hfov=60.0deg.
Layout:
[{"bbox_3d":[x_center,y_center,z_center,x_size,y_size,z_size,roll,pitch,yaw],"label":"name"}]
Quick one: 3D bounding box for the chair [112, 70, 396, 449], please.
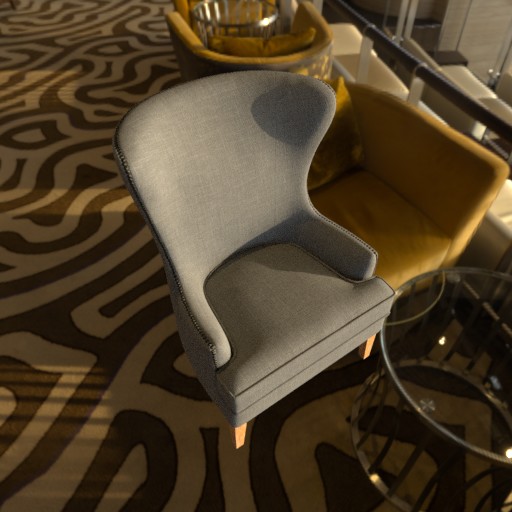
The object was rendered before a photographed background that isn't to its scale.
[{"bbox_3d":[0.000,0.000,1.837,0.864,1.176,0.883,-27,51,-24],"label":"chair"}]
